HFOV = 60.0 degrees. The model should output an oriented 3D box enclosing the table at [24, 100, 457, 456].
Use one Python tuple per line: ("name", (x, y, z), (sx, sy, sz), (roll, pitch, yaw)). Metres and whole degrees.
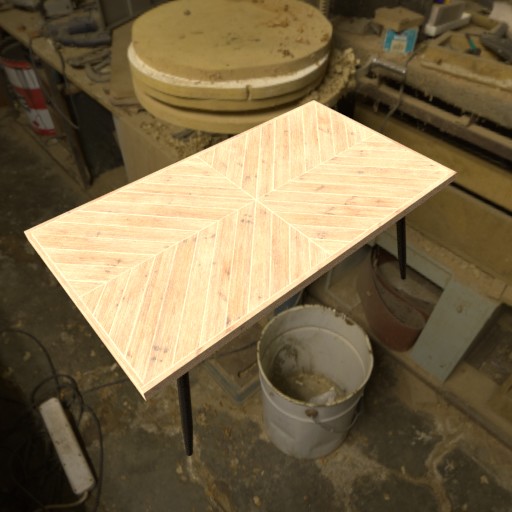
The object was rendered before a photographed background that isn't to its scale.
("table", (0.000, 0.000, 2.346), (1.803, 0.762, 0.991), (-32, 54, -27))
